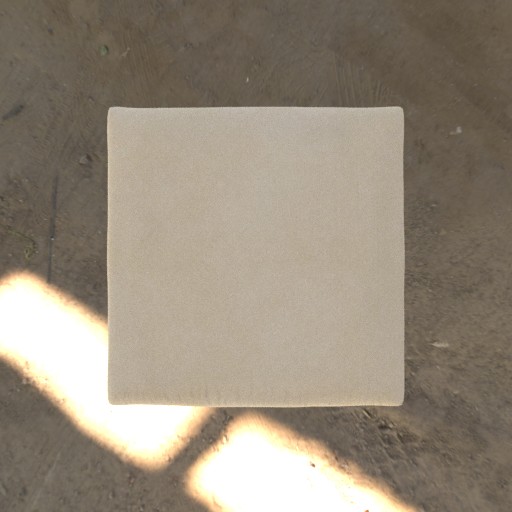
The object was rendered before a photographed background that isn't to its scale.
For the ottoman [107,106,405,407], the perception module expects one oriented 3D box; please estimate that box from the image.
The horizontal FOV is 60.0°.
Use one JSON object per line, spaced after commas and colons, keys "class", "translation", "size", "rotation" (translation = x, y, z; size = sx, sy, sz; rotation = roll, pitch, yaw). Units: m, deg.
{"class": "ottoman", "translation": [0.000, 0.000, 1.897], "size": [1.190, 0.522, 1.205], "rotation": [0, 90, 0]}
